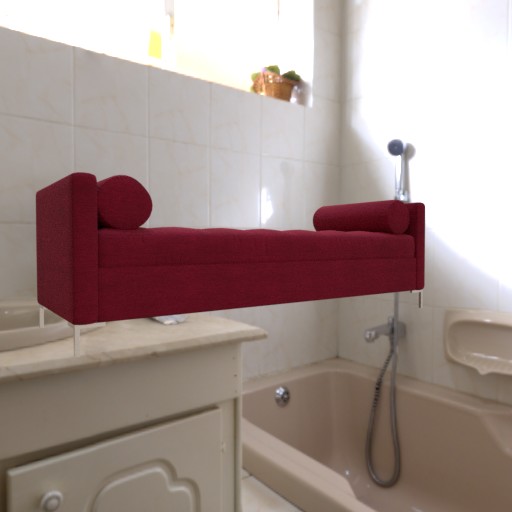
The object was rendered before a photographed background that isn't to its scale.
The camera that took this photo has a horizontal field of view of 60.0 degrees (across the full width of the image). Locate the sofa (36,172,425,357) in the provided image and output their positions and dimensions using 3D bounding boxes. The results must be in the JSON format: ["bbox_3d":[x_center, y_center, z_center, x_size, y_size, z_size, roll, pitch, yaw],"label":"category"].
[{"bbox_3d":[0.000,0.000,2.319,1.981,0.635,0.686,-1,2,-36],"label":"sofa"}]
